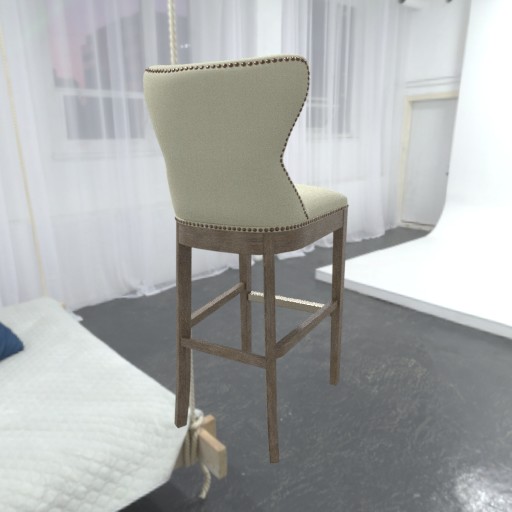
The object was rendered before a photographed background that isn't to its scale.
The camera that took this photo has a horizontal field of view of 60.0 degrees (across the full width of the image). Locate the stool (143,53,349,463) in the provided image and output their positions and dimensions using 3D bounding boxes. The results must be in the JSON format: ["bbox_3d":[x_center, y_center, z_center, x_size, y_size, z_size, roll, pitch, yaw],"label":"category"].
[{"bbox_3d":[0.000,0.000,1.442,0.494,1.123,0.606,8,17,27],"label":"stool"}]
